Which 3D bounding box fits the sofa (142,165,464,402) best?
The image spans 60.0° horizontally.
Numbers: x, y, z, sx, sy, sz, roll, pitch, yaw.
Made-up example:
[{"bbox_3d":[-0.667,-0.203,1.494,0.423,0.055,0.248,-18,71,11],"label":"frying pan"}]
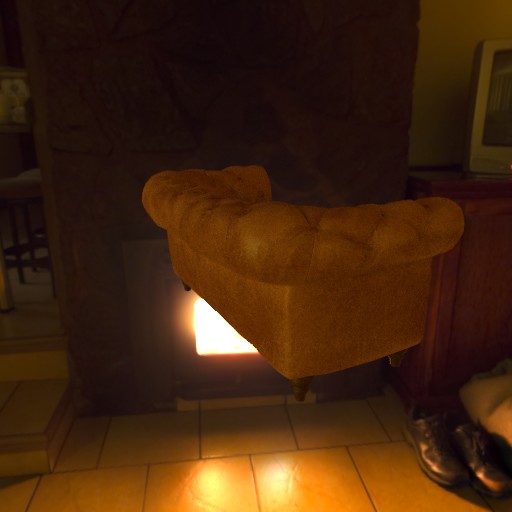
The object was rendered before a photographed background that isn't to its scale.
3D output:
[{"bbox_3d":[0.000,0.000,2.576,1.042,0.877,1.979,-8,18,-26],"label":"sofa"}]
